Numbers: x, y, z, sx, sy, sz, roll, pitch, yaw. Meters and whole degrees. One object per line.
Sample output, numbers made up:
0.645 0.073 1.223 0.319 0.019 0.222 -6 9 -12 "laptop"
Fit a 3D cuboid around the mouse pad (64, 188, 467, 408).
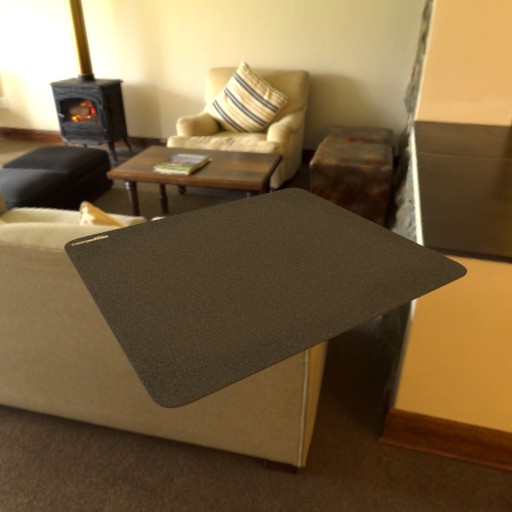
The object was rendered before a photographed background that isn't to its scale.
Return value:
0.000 0.000 0.635 0.451 0.002 0.393 -17 33 -29 "mouse pad"
